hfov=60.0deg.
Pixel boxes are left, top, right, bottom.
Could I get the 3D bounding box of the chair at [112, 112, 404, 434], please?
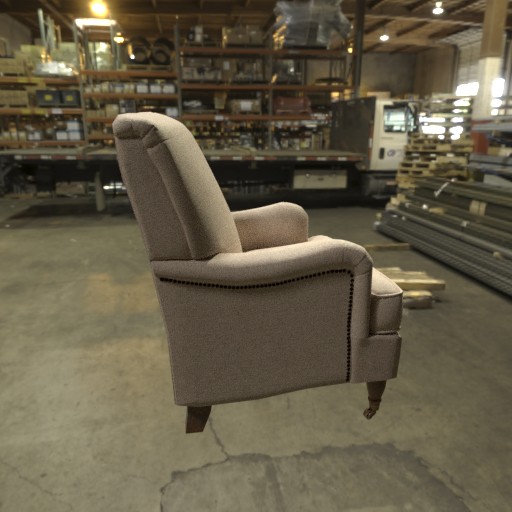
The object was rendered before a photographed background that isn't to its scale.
[{"bbox_3d":[0.000,0.000,1.828,0.953,1.119,0.879,-3,16,-9],"label":"chair"}]
